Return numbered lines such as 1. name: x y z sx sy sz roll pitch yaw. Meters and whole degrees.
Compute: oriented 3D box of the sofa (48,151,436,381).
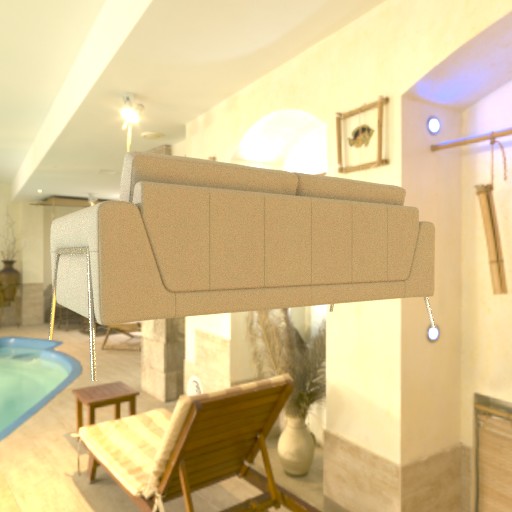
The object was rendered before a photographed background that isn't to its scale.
1. sofa: 0.000 0.000 2.512 2.017 0.875 0.953 0 0 -34
